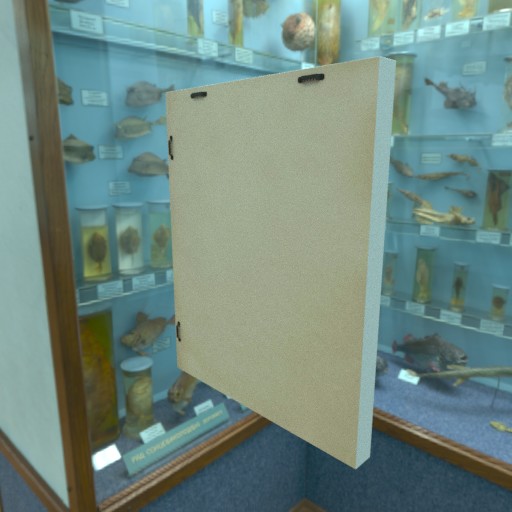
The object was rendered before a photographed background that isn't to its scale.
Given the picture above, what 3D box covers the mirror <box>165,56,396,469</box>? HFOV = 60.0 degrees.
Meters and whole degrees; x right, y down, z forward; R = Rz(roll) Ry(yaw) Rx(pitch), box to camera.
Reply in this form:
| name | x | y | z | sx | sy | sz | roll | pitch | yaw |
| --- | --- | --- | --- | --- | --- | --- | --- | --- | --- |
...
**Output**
| name | x | y | z | sx | sy | sz | roll | pitch | yaw |
| --- | --- | --- | --- | --- | --- | --- | --- | --- | --- |
| mirror | 0.000 | 0.000 | 0.680 | 0.041 | 0.509 | 0.406 | -13 | 18 | -43 |
